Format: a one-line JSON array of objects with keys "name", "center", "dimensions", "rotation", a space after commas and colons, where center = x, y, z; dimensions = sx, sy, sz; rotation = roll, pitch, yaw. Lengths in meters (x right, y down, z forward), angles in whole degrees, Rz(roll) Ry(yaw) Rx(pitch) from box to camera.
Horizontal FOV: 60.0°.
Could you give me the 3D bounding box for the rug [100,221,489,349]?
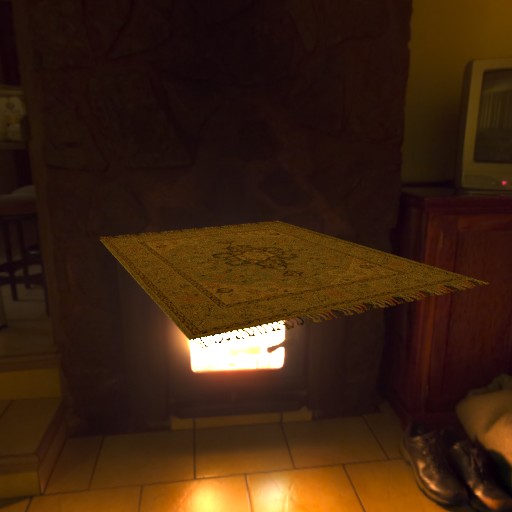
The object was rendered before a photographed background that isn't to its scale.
[{"name": "rug", "center": [0.000, 0.000, 3.495], "dimensions": [1.971, 0.010, 2.651], "rotation": [-7, 16, -27]}]
